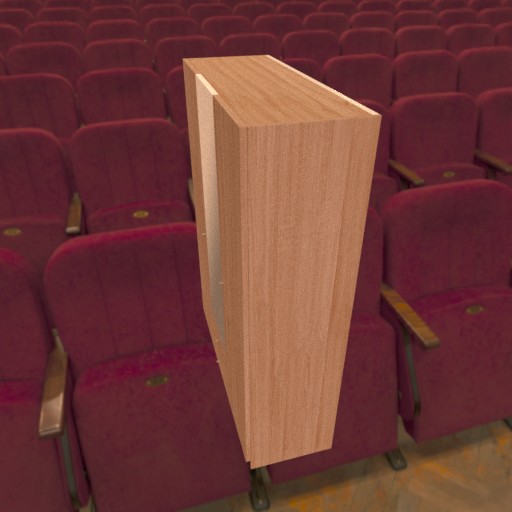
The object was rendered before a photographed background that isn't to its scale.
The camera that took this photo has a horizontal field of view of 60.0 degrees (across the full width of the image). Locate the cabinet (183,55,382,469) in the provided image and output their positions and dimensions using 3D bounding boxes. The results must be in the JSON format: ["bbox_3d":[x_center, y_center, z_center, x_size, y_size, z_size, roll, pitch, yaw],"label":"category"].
[{"bbox_3d":[0.000,0.000,2.821,0.590,2.120,1.500,-9,34,-13],"label":"cabinet"}]
